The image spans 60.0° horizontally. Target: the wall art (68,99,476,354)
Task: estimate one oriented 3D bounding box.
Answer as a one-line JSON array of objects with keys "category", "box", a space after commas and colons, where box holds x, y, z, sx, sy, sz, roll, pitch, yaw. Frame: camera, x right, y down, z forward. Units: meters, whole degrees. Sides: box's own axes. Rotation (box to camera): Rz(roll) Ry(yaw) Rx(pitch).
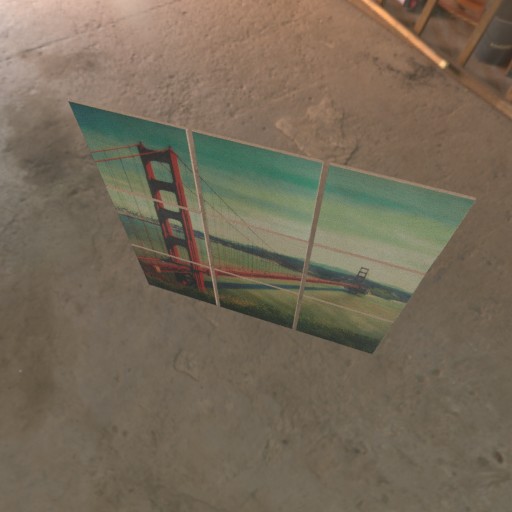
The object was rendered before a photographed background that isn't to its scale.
[{"category": "wall art", "box": [0.000, 0.000, 2.220, 1.519, 1.507, 0.014, 16, 60, 10]}]
